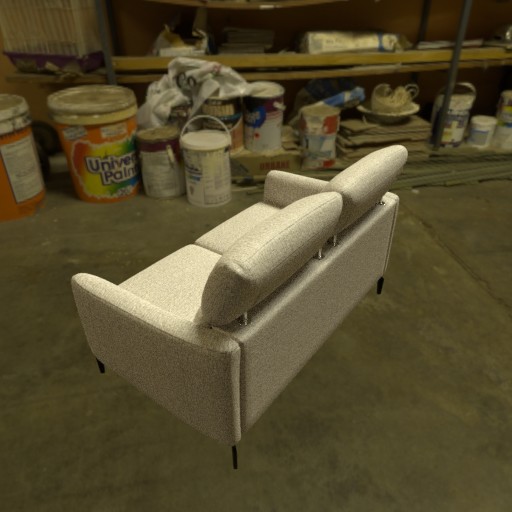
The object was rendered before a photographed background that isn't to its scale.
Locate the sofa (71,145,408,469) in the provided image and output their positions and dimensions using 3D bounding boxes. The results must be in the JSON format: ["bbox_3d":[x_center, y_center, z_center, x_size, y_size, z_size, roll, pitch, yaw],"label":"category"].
[{"bbox_3d":[0.000,0.000,2.175,0.905,0.950,1.540,22,39,30],"label":"sofa"}]
